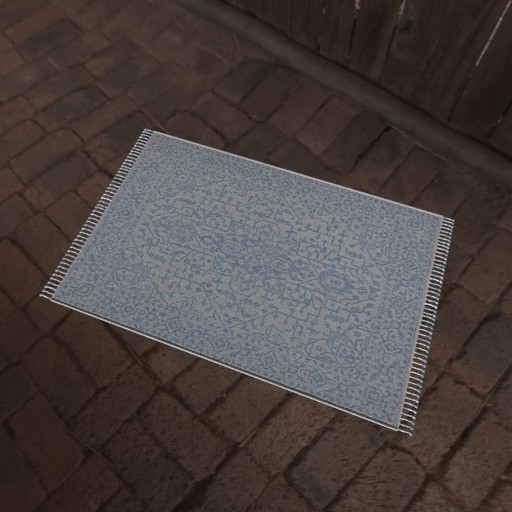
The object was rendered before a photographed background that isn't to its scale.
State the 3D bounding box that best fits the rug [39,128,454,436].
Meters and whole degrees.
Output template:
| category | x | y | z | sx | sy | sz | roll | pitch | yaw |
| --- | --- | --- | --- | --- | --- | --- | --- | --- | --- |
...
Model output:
| category | x | y | z | sx | sy | sz | roll | pitch | yaw |
| --- | --- | --- | --- | --- | --- | --- | --- | --- | --- |
| rug | 0.000 | 0.000 | 3.010 | 2.438 | 0.010 | 1.524 | 18 | 65 | 9 |
